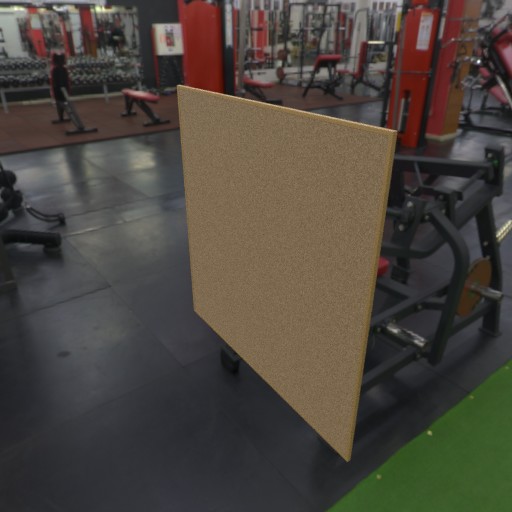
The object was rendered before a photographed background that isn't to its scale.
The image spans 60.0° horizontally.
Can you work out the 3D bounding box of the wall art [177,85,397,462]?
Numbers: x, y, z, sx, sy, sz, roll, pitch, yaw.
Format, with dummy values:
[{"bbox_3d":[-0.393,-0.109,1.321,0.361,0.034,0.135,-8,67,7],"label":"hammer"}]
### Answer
[{"bbox_3d":[0.000,0.000,1.444,0.013,0.959,0.962,-18,32,-31],"label":"wall art"}]
